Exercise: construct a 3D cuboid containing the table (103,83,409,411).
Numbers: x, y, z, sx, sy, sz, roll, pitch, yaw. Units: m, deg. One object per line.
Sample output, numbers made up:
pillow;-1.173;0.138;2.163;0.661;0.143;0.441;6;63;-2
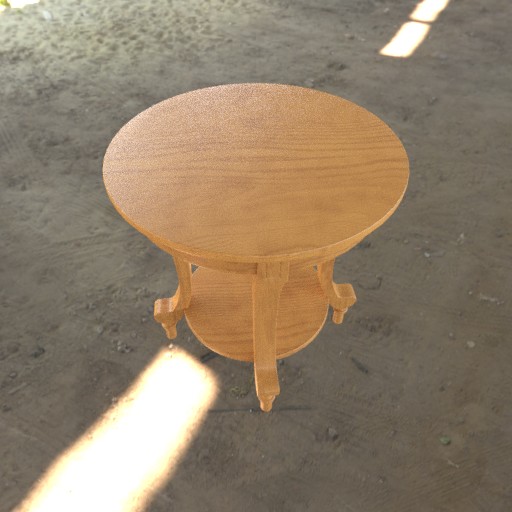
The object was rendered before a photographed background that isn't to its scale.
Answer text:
table;0.000;0.000;1.104;0.597;0.612;0.597;0;46;0
